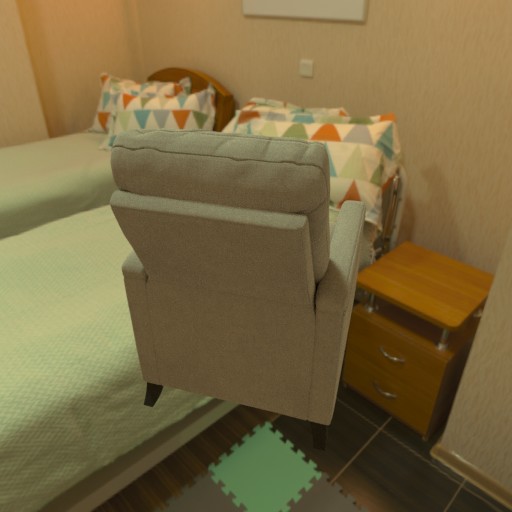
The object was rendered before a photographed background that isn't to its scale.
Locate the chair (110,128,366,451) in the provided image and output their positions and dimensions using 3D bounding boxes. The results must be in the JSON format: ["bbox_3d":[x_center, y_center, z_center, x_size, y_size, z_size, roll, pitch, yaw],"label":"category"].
[{"bbox_3d":[0.000,0.000,1.597,0.710,1.049,0.922,9,32,14],"label":"chair"}]
